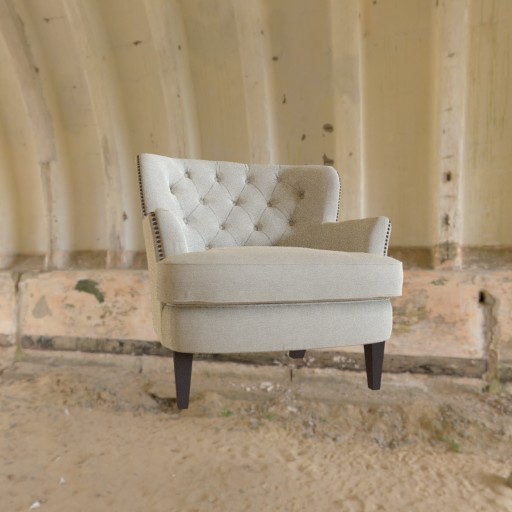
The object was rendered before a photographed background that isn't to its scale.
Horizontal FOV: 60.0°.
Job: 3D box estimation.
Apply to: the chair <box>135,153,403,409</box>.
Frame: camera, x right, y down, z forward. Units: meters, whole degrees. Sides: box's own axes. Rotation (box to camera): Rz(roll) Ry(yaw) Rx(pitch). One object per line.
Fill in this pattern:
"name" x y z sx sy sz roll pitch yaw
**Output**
"chair" 0.000 0.000 1.636 0.848 0.868 0.906 0 0 -17
